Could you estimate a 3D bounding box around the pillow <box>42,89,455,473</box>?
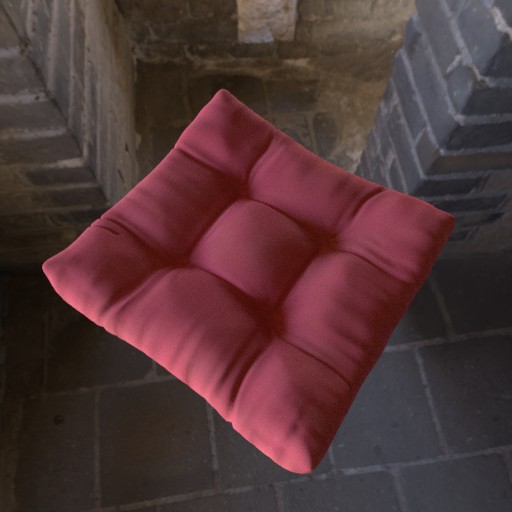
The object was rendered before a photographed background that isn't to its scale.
[{"bbox_3d":[0.000,0.000,0.721,0.490,0.128,0.468,32,69,14],"label":"pillow"}]
